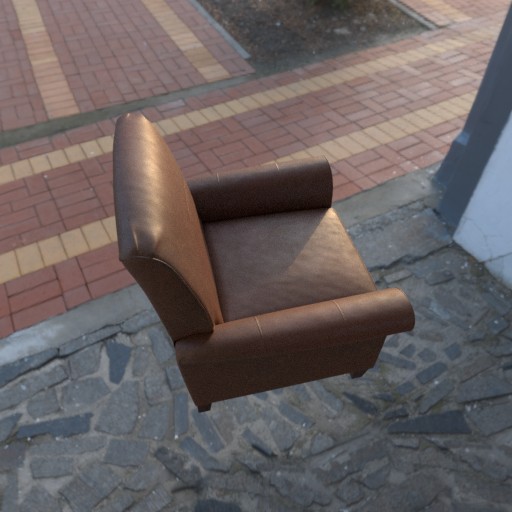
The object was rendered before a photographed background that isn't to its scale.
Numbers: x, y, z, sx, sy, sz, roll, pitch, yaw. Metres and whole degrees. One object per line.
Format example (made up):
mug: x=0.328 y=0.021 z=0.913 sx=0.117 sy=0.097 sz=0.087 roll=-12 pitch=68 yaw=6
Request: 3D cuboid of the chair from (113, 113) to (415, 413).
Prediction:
chair: x=0.000 y=0.000 z=1.787 sx=0.902 sy=1.061 sz=0.978 roll=-9 pitch=48 yaw=-9
